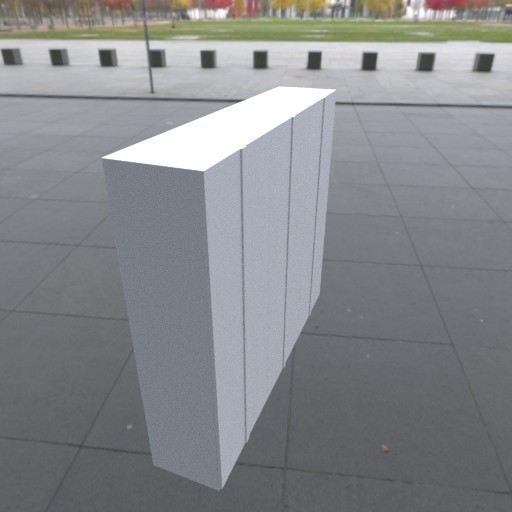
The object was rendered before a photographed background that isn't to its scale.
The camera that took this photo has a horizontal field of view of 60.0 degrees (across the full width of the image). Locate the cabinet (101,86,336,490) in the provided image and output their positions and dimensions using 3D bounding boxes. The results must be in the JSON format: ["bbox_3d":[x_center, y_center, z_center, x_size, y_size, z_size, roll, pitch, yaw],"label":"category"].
[{"bbox_3d":[0.000,0.000,3.798,0.590,2.370,2.700,11,30,19],"label":"cabinet"}]
